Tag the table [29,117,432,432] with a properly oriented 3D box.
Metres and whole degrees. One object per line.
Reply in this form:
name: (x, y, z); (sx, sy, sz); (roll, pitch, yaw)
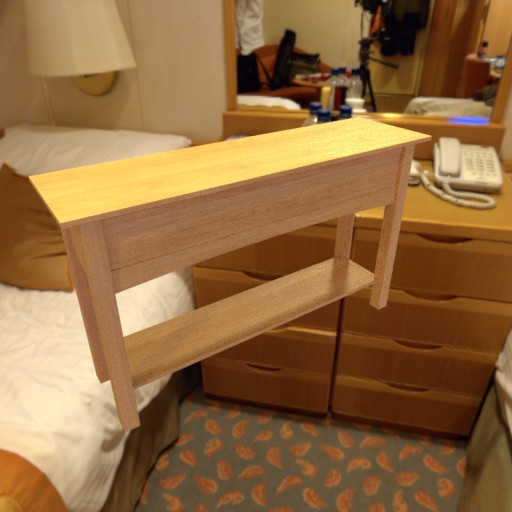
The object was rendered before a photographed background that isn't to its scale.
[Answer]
table: (0.000, 0.000, 1.547); (1.240, 0.730, 0.350); (-19, 35, -29)
